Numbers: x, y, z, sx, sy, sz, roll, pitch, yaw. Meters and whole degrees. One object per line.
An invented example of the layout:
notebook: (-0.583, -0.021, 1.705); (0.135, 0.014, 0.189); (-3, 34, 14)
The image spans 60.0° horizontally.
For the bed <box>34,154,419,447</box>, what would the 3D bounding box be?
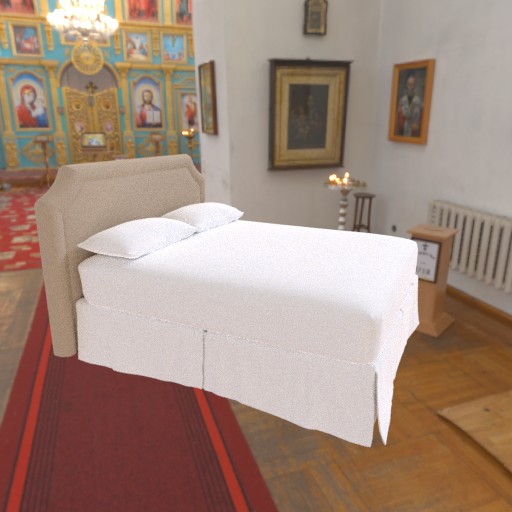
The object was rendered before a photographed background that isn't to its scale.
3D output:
bed: (0.000, 0.000, 3.171); (2.204, 1.301, 1.828); (8, 18, 25)
